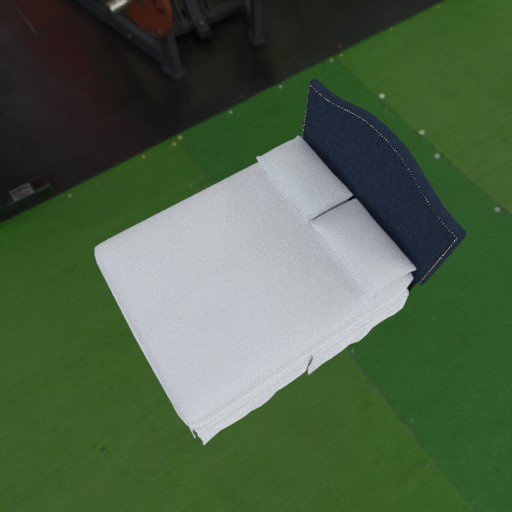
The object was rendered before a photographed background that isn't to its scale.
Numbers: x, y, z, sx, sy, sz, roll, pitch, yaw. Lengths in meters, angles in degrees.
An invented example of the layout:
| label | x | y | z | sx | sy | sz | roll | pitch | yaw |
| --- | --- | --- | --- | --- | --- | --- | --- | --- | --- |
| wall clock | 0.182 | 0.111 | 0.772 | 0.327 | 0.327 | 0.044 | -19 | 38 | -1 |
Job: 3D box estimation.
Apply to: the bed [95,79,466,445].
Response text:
| label | x | y | z | sx | sy | sz | roll | pitch | yaw |
| --- | --- | --- | --- | --- | --- | --- | --- | --- | --- |
| bed | 0.000 | 0.000 | 3.364 | 2.153 | 1.518 | 1.725 | -30 | 67 | -14 |
